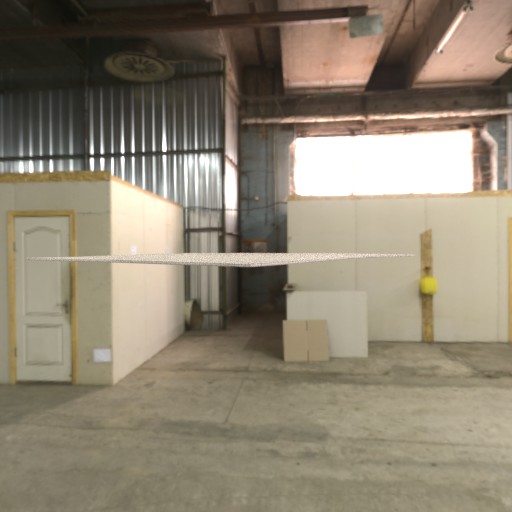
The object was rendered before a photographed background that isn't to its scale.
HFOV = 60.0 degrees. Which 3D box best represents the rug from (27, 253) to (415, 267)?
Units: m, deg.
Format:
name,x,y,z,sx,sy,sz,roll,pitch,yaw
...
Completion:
name,x,y,z,sx,sy,sz,roll,pitch,yaw
rug,0.000,0.000,2.299,1.154,0.021,1.792,1,2,34
